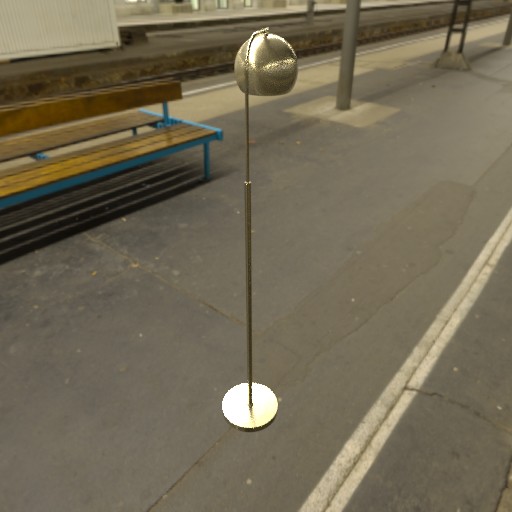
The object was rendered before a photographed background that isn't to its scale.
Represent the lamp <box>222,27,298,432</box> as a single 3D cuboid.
[{"bbox_3d":[0.000,0.000,1.679,0.250,1.526,0.431,9,33,14],"label":"lamp"}]
